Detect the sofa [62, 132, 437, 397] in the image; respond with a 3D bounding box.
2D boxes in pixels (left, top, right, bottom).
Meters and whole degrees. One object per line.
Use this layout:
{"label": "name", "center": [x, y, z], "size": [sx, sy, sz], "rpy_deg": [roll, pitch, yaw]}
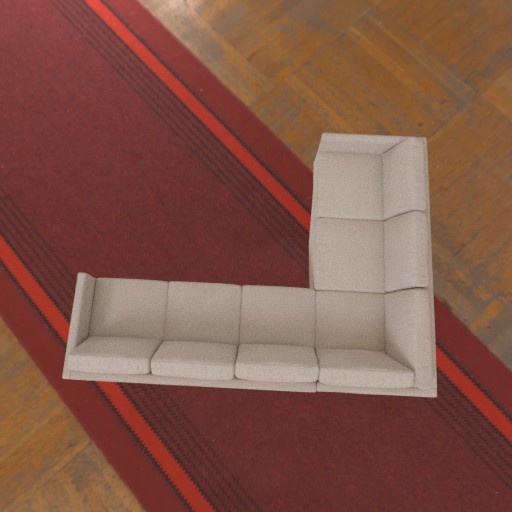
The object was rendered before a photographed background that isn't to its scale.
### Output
{"label": "sofa", "center": [0.000, 0.000, 4.251], "size": [3.182, 0.871, 2.432], "rpy_deg": [3, 76, 1]}
